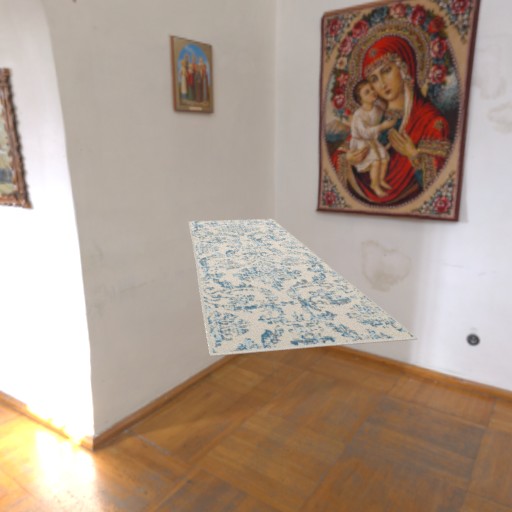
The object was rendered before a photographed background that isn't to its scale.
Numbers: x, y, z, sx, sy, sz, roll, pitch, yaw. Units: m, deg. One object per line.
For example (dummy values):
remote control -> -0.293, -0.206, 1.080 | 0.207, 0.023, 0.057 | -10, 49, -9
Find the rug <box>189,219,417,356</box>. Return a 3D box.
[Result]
rug -> 0.000, 0.000, 2.402 | 0.662, 0.011, 2.196 | -3, 15, -10
